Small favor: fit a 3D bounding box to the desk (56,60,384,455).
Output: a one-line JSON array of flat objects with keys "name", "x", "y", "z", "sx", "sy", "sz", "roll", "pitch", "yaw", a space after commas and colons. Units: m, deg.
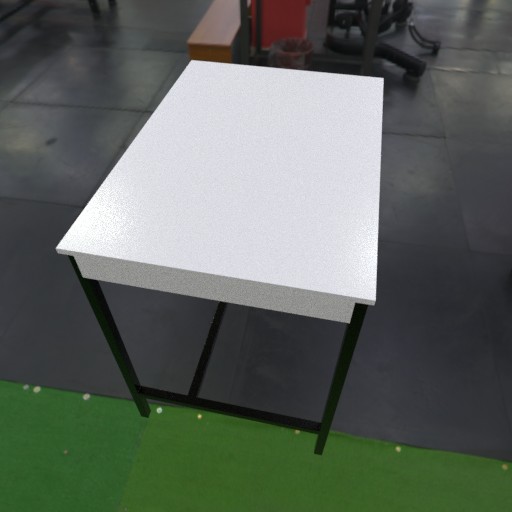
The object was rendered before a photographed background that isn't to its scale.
[{"name": "desk", "x": 0.000, "y": 0.000, "z": 1.316, "sx": 0.573, "sy": 0.766, "sz": 0.811, "roll": 9, "pitch": 48, "yaw": 8}]
